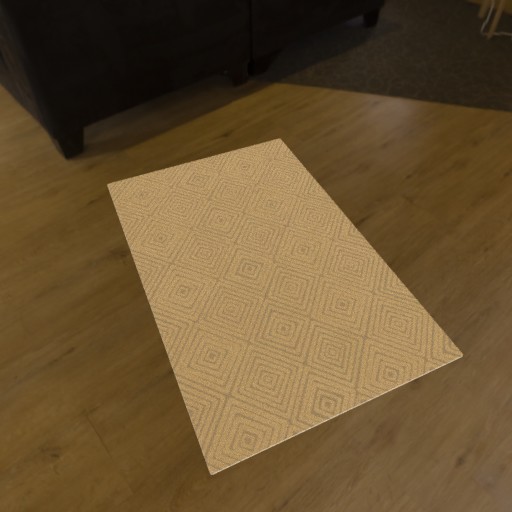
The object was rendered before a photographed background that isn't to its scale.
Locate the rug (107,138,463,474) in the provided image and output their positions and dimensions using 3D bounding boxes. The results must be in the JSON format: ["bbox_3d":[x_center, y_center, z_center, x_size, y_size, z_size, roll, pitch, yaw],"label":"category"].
[{"bbox_3d":[0.000,0.000,2.254,1.143,0.008,1.753,-19,51,-16],"label":"rug"}]
